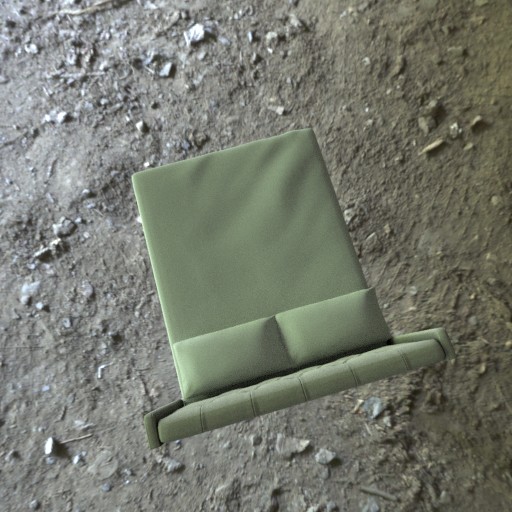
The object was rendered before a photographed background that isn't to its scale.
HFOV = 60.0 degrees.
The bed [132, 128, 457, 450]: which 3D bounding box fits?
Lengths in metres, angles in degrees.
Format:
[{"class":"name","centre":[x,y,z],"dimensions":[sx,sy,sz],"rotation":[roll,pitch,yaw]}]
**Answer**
[{"class":"bed","centre":[0.000,0.000,3.349],"dimensions":[1.719,1.665,2.066],"rotation":[-15,77,-4]}]
